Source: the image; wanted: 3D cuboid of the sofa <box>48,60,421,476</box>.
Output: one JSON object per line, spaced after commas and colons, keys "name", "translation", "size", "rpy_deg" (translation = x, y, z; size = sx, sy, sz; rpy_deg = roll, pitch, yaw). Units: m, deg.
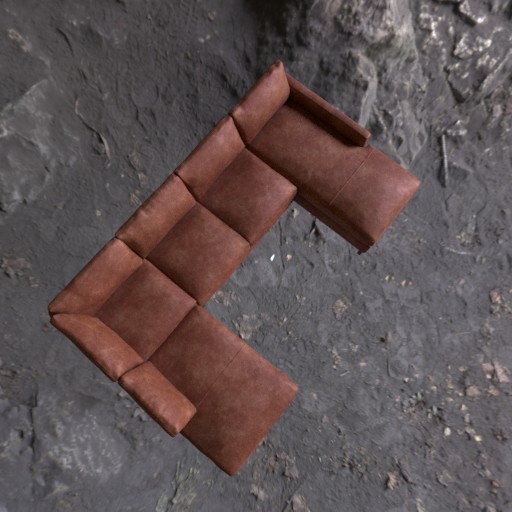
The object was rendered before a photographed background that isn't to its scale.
{"name": "sofa", "translation": [0.000, 0.000, 3.820], "size": [1.939, 0.900, 2.956], "rpy_deg": [38, 79, 9]}
